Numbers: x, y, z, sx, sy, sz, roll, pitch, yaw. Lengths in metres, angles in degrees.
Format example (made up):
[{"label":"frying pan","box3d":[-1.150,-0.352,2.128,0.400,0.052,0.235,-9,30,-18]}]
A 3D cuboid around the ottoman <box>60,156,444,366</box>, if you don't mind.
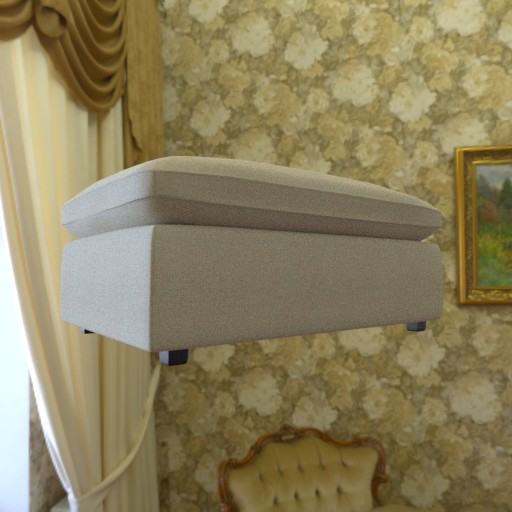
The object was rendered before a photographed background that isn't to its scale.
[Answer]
[{"label":"ottoman","box3d":[0.000,0.000,1.332,0.984,0.453,0.686,2,-3,-37]}]
